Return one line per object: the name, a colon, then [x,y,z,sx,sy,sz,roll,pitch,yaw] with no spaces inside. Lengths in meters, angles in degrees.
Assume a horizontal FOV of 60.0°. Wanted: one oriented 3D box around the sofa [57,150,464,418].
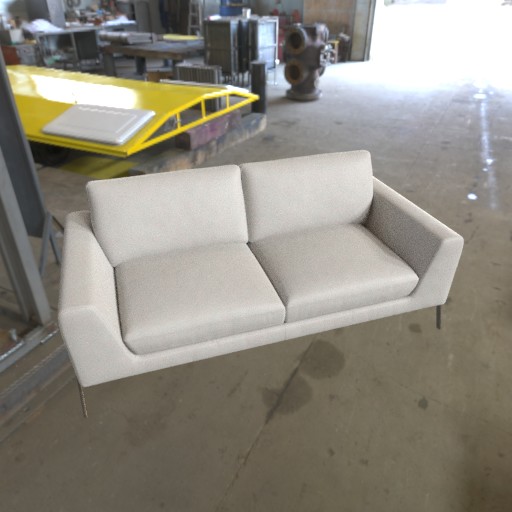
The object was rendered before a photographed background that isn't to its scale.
sofa: [0.000,0.000,2.507,2.017,0.875,0.953,-10,33,-15]
